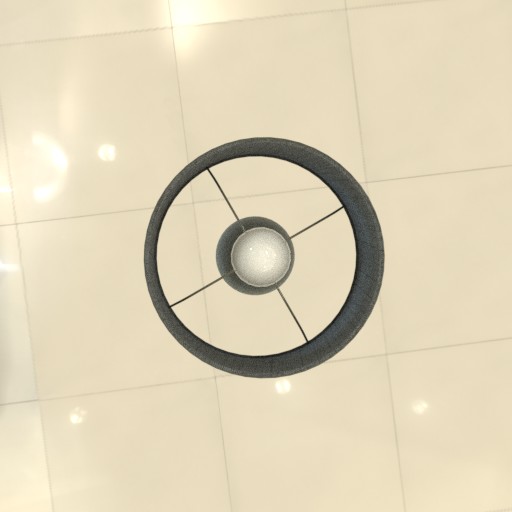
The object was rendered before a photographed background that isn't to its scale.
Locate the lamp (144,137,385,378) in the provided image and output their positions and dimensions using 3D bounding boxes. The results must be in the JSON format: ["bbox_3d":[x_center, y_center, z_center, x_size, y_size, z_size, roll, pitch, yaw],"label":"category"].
[{"bbox_3d":[0.000,0.000,0.577,0.251,0.429,0.251,0,90,-2],"label":"lamp"}]
